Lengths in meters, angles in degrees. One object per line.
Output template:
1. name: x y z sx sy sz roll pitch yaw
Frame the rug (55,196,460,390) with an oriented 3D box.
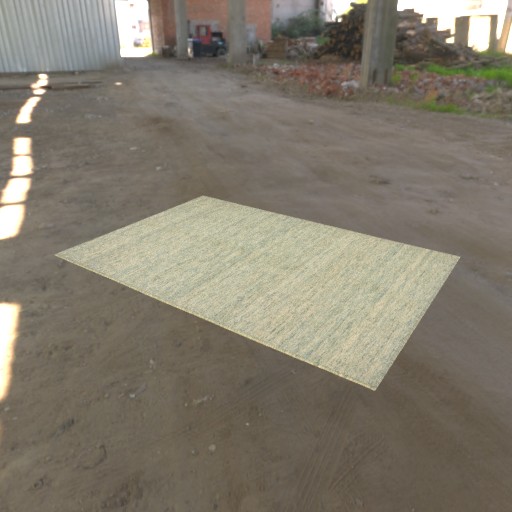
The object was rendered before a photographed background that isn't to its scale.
1. rug: 0.000 0.000 2.437 1.850 0.015 1.250 17 31 31
